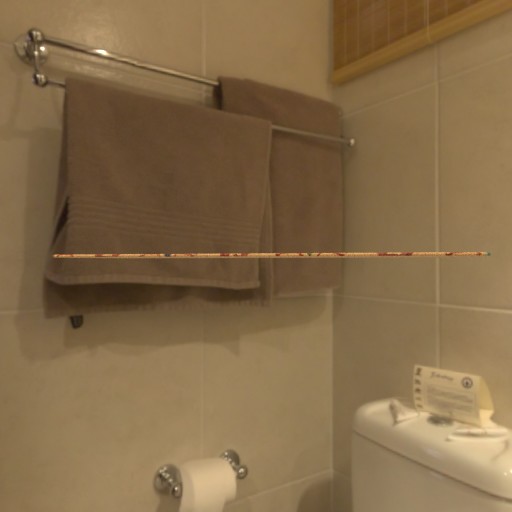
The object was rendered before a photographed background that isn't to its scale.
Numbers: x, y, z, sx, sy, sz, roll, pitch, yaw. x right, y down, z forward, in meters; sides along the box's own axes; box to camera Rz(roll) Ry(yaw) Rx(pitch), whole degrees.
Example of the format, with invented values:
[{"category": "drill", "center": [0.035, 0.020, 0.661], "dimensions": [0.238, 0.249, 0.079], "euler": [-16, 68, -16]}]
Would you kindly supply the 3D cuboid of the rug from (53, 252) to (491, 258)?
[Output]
[{"category": "rug", "center": [0.000, 0.000, 2.501], "dimensions": [2.273, 0.016, 0.693], "euler": [0, -1, 19]}]
